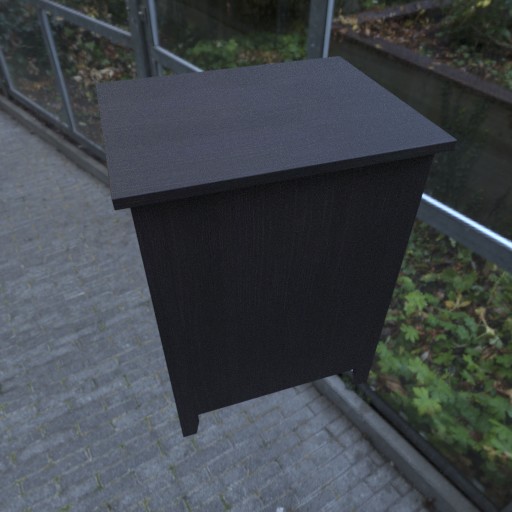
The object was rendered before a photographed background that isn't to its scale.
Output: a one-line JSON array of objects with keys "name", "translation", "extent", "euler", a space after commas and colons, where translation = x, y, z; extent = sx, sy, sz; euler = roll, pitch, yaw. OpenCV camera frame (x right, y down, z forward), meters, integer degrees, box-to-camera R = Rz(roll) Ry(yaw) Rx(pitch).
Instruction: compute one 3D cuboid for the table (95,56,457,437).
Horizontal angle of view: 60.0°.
[{"name": "table", "translation": [0.000, 0.000, 0.923], "extent": [0.480, 0.635, 0.381], "euler": [-12, 43, -13]}]
